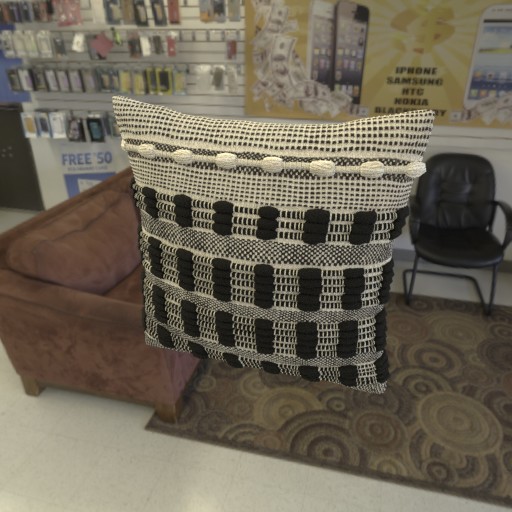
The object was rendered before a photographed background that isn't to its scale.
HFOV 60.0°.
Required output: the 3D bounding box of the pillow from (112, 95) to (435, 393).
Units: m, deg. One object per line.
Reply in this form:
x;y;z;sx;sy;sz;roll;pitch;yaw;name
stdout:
0.000;0.000;0.663;0.436;0.438;0.156;8;28;16;pillow
